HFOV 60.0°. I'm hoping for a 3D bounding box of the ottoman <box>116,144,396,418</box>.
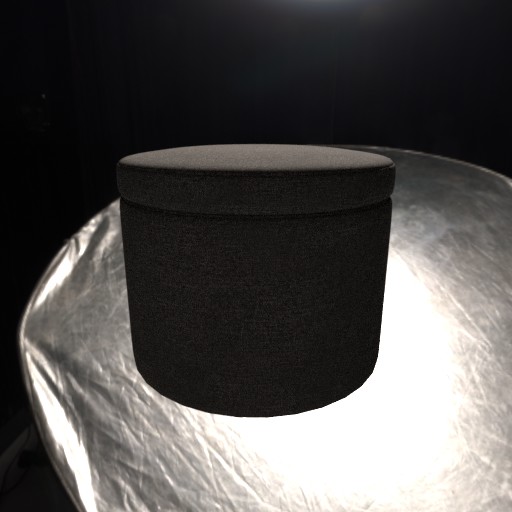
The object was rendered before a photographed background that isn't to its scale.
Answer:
[{"bbox_3d":[0.000,0.000,0.879,0.500,0.419,0.500,0,17,0],"label":"ottoman"}]
